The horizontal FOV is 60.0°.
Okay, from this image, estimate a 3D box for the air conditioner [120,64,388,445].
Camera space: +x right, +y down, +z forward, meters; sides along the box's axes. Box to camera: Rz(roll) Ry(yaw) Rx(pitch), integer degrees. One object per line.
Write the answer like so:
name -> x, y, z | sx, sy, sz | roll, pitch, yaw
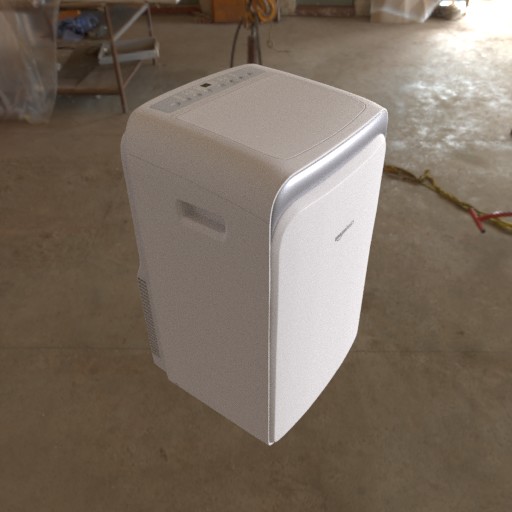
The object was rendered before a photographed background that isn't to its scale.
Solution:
air conditioner -> 0.000, 0.000, 1.075 | 0.467, 0.765, 0.478 | 26, 46, 28
